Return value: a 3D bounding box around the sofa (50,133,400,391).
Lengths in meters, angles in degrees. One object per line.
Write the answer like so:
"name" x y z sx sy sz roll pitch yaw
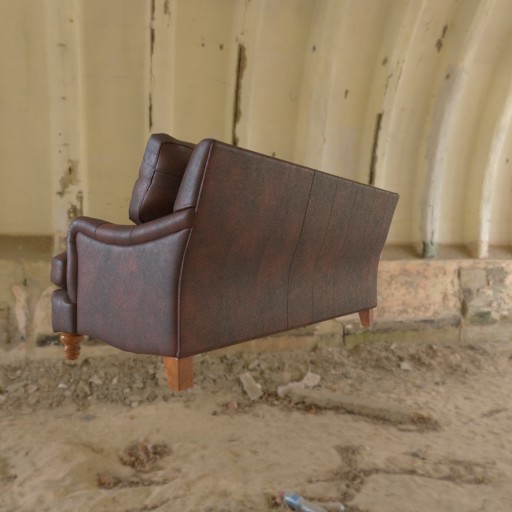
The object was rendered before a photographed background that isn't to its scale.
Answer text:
"sofa" 0.000 0.000 2.804 1.147 1.071 2.144 1 1 37
